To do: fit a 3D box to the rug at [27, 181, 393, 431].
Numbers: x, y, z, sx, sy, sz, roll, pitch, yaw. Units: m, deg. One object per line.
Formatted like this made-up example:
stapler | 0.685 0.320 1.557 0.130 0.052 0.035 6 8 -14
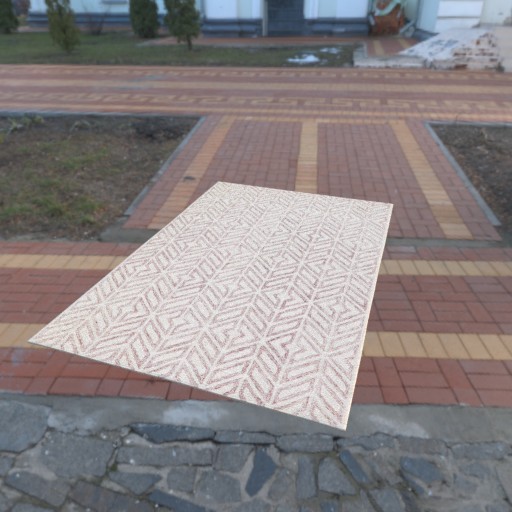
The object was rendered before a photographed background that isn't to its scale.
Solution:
rug | 0.000 0.000 2.270 1.220 0.007 1.828 10 32 17
